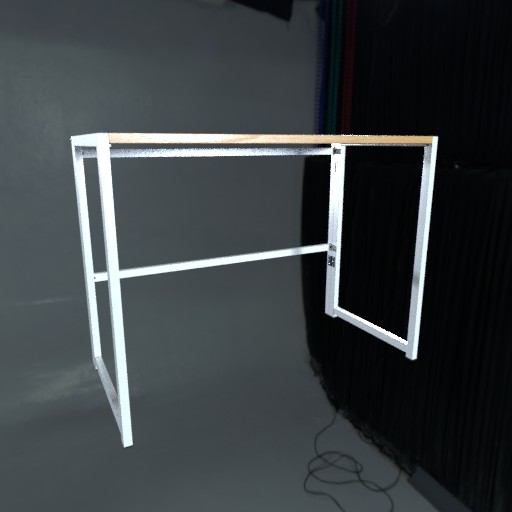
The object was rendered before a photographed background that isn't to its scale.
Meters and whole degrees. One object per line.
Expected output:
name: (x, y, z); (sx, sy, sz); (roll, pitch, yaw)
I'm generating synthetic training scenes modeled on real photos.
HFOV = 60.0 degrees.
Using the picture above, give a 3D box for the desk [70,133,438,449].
desk: (0.000, 0.000, 1.459); (1.016, 0.762, 0.508); (-7, 16, -27)
